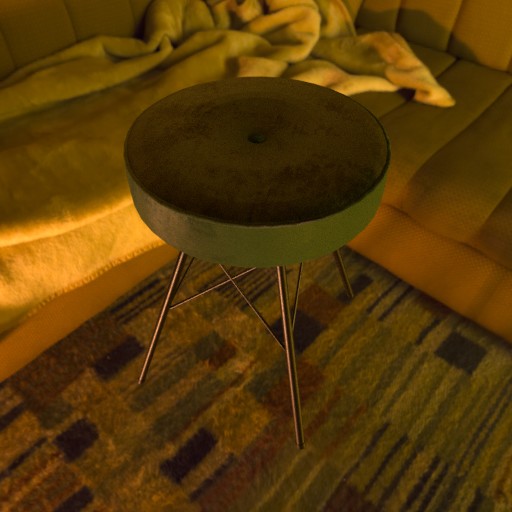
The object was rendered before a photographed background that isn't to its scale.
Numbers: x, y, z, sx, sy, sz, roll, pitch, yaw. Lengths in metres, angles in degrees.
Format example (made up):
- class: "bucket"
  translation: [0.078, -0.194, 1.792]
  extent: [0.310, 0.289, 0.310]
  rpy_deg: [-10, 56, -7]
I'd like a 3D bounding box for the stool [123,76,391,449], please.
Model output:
- class: "stool"
  translation: [0.000, 0.000, 0.918]
  extent: [0.430, 0.595, 0.457]
  rpy_deg: [17, 49, 15]
